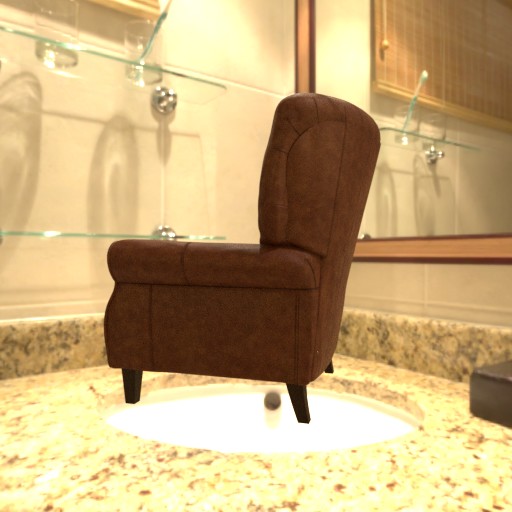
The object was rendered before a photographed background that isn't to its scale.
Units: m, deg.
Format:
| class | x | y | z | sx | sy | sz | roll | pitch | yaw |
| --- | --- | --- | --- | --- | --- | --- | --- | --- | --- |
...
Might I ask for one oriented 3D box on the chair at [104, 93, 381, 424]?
| class | x | y | z | sx | sy | sz | roll | pitch | yaw |
| --- | --- | --- | --- | --- | --- | --- | --- | --- | --- |
| chair | 0.000 | 0.000 | 1.957 | 1.059 | 1.164 | 0.951 | 0 | 1 | 17 |
